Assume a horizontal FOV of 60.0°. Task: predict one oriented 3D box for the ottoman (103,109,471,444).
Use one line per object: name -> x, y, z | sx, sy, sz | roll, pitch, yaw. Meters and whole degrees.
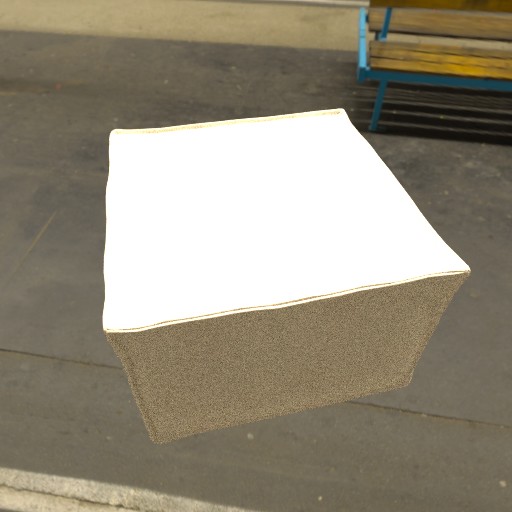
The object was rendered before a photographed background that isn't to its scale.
ottoman -> 0.000, 0.000, 1.156 | 0.696, 0.470, 0.707 | -9, 46, -9
